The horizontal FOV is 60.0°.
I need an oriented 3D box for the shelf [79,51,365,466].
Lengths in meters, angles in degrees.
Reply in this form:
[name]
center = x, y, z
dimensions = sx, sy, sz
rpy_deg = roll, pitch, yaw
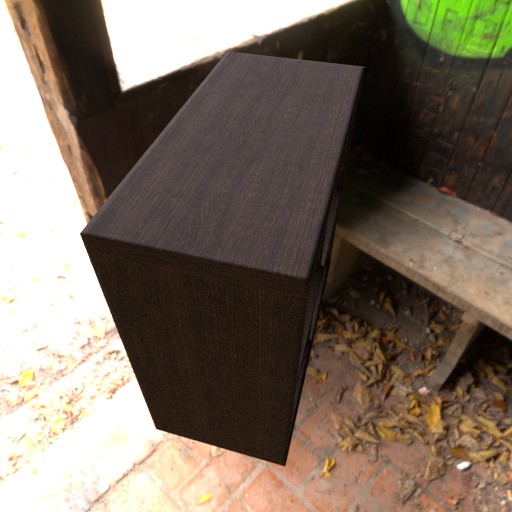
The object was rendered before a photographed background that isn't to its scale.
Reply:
[shelf]
center = 0.000, 0.000, 1.248
dimensions = 0.390, 0.786, 0.790
rpy_deg = 11, 47, 11
